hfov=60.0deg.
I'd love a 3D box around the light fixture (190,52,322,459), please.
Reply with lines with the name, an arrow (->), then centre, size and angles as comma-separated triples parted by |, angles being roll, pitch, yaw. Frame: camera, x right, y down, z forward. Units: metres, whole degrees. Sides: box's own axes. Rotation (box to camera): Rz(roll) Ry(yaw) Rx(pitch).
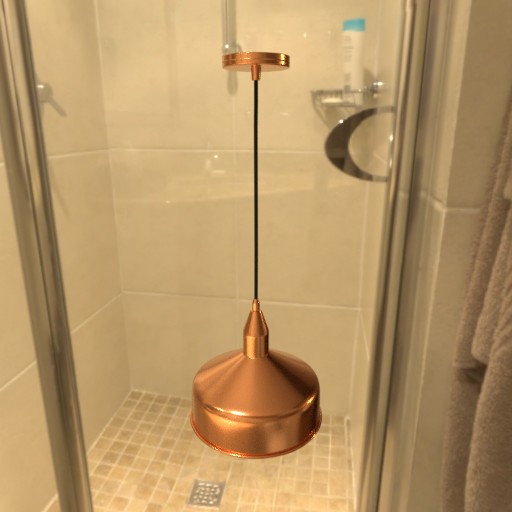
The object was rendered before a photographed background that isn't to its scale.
light fixture -> 0.000, 0.000, 0.913 | 0.301, 0.754, 0.301 | -9, 19, -26
